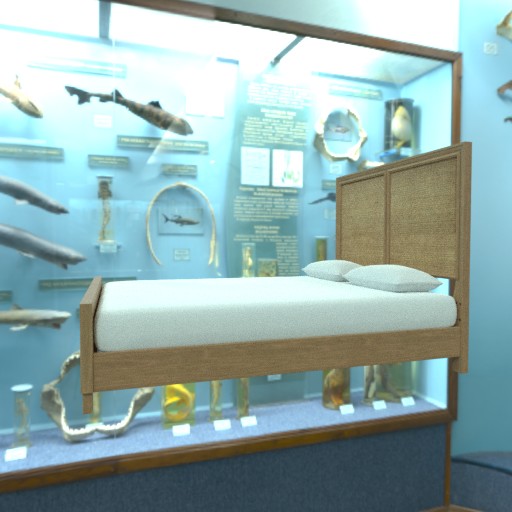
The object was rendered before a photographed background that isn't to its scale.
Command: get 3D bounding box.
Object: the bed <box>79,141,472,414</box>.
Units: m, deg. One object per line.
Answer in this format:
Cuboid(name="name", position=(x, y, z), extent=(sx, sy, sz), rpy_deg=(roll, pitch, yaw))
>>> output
Cuboid(name="bed", position=(0.000, 0.000, 3.093), extent=(2.184, 1.387, 1.606), rpy_deg=(-1, 2, -18))
